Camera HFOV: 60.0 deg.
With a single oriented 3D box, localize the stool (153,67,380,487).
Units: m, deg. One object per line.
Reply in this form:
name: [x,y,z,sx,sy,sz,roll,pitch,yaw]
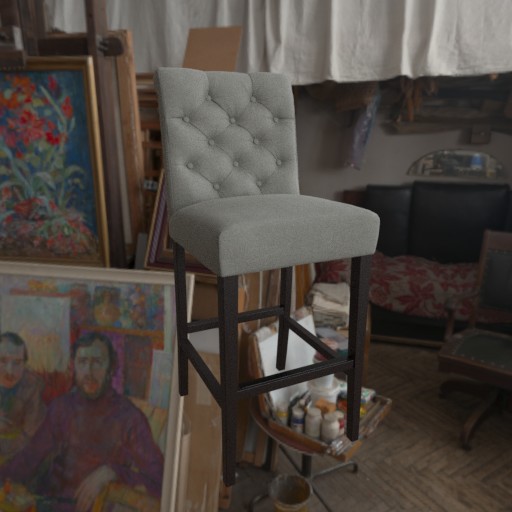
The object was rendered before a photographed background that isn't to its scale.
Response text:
stool: [0.000,0.000,1.409,0.493,1.140,0.601,-8,18,-24]
